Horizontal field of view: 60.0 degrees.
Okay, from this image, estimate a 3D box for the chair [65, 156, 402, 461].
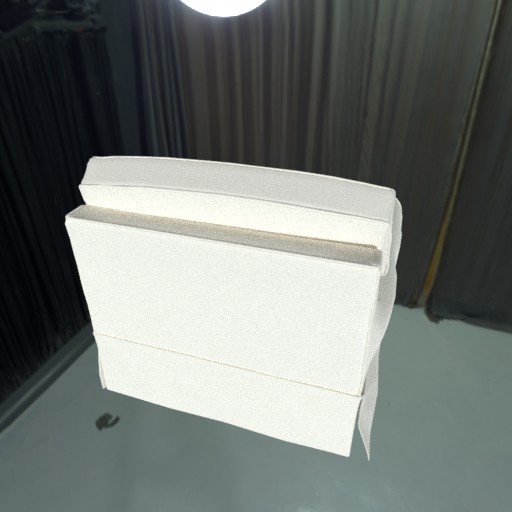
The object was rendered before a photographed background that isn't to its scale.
[{"bbox_3d":[0.000,0.000,1.779,1.099,0.958,0.904,10,32,15],"label":"chair"}]
